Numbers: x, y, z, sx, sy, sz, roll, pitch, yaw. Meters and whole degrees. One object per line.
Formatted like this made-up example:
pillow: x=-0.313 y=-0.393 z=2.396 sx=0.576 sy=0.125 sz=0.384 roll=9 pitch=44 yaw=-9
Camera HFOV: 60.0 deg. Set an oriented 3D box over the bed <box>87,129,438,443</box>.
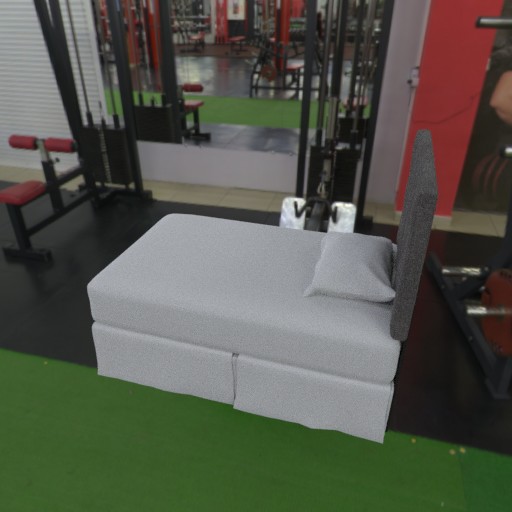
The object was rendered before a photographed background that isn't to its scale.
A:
bed: x=0.000 y=0.000 z=2.976 sx=1.997 sy=1.571 sz=1.261 roll=9 pitch=31 yaw=15
